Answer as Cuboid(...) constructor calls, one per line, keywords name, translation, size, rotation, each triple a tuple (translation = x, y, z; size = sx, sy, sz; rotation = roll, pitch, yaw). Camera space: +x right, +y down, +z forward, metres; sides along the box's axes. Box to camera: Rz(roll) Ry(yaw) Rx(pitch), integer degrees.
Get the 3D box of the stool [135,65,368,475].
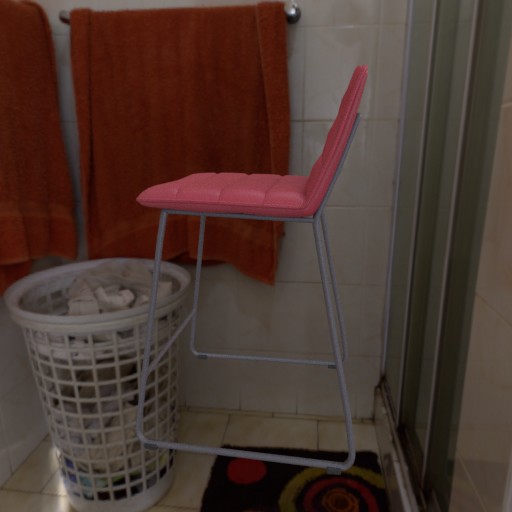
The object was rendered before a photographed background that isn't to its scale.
Cuboid(name="stool", translation=(0.000, 0.000, 1.144), size=(0.524, 0.866, 0.489), rotation=(3, 16, 9))
